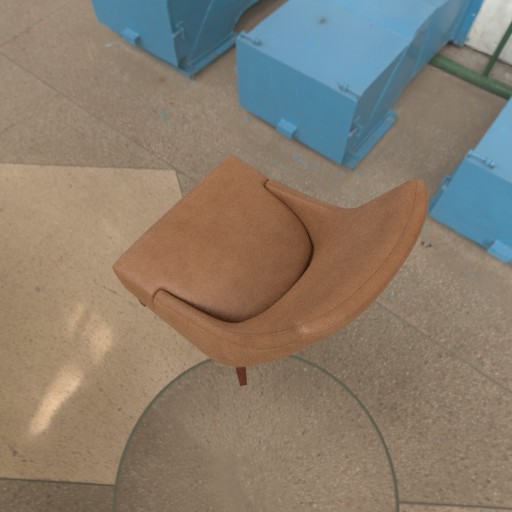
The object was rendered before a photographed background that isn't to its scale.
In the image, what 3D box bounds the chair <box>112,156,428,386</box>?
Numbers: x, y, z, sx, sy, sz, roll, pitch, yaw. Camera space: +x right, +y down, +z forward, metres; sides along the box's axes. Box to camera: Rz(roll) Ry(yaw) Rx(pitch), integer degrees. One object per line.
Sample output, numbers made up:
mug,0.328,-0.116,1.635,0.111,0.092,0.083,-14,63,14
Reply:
chair,0.000,0.000,1.558,0.861,0.909,0.701,36,68,17
